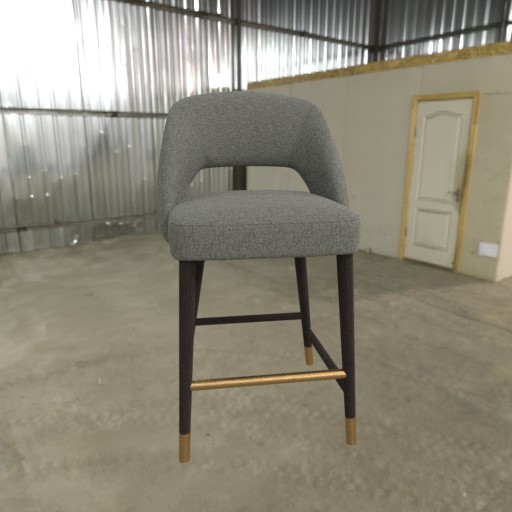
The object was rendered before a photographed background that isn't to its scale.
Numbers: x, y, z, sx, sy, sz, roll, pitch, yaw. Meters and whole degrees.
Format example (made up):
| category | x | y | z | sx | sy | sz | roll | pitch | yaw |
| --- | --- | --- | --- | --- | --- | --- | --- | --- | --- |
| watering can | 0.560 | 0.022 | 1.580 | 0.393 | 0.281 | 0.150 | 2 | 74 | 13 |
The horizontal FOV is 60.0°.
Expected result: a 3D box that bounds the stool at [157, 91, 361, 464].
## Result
| category | x | y | z | sx | sy | sz | roll | pitch | yaw |
| --- | --- | --- | --- | --- | --- | --- | --- | --- | --- |
| stool | 0.000 | 0.000 | 1.266 | 0.536 | 0.925 | 0.524 | -2 | 16 | -8 |
